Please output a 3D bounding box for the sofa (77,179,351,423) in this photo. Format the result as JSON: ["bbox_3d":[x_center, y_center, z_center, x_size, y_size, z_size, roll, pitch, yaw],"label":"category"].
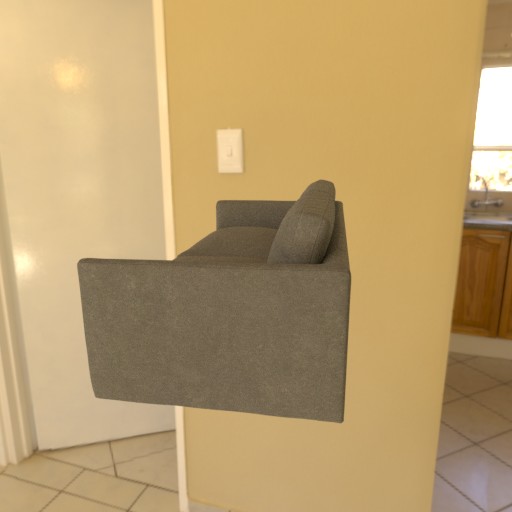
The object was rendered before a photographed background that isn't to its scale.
[{"bbox_3d":[0.000,0.000,2.796,1.092,0.838,2.257,2,14,10],"label":"sofa"}]
